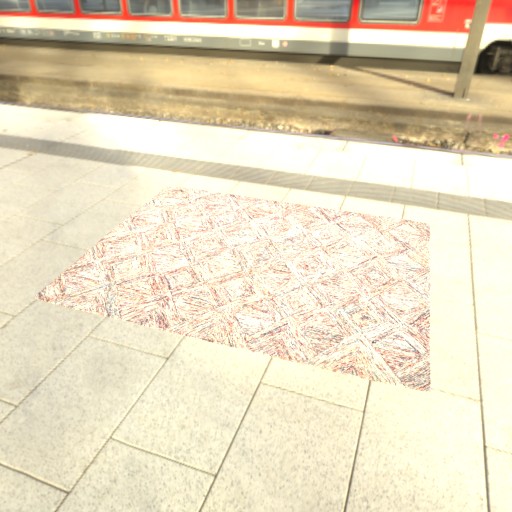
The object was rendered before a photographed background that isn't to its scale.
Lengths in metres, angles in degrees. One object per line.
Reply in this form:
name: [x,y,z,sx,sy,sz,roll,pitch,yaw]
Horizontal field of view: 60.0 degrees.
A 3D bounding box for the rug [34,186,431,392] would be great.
rug: [0.000,0.000,4.306,3.226,0.024,2.436,10,35,15]
